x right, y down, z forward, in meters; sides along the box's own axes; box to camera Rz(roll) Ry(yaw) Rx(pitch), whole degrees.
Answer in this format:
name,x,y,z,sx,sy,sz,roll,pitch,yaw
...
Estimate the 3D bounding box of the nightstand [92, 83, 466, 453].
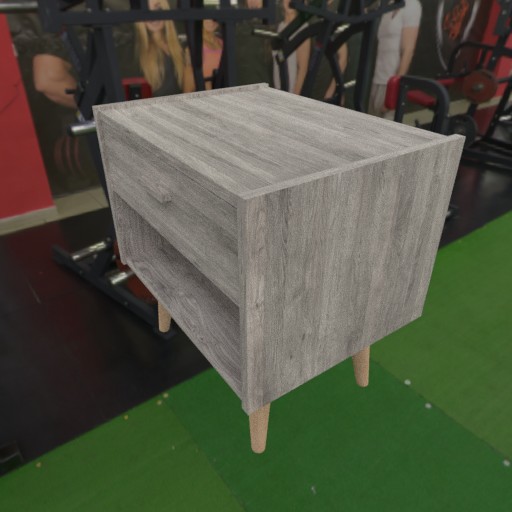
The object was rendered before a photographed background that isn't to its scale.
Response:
name,x,y,z,sx,sy,sz,roll,pitch,yaw
nightstand,0.000,0.000,0.825,0.380,0.500,0.480,-20,37,-29
